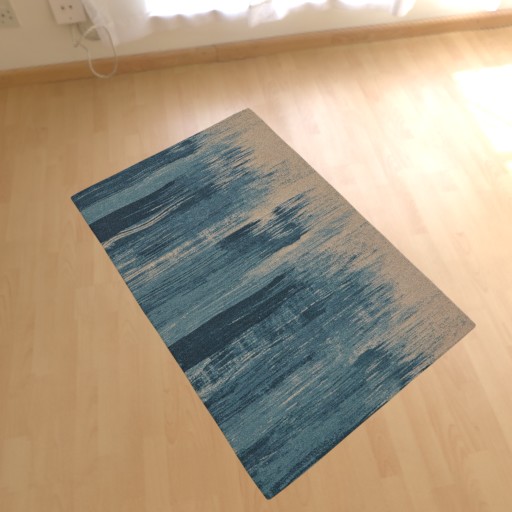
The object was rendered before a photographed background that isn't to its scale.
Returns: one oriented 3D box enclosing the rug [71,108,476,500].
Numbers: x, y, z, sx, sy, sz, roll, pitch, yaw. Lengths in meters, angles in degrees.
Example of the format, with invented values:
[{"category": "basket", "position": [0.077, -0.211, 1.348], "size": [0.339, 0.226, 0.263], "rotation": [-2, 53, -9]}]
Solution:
[{"category": "rug", "position": [0.000, 0.000, 2.261], "size": [1.232, 0.009, 1.836], "rotation": [-32, 64, -18]}]
